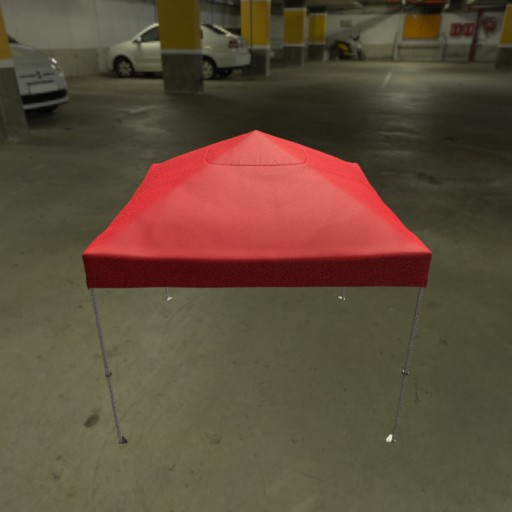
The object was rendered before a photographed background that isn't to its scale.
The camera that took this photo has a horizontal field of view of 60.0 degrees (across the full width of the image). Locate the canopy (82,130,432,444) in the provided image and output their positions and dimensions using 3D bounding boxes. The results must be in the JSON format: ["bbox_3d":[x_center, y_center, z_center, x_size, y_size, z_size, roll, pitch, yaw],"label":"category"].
[{"bbox_3d":[0.000,0.000,5.406,2.998,2.997,2.996,0,26,0],"label":"canopy"}]
